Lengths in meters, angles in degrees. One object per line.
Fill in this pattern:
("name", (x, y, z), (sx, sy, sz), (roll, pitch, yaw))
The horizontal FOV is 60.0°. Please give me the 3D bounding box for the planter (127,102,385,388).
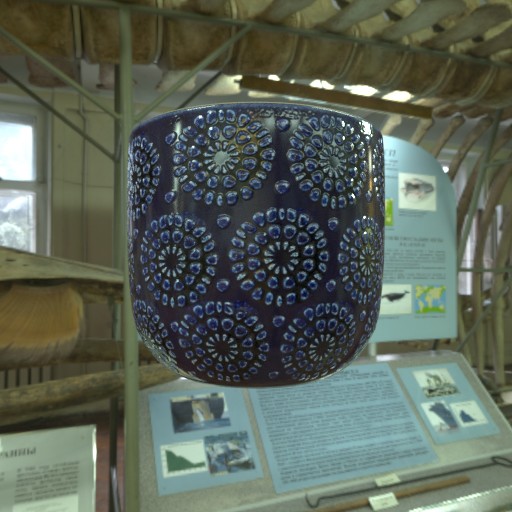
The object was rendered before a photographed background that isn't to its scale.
("planter", (0.000, 0.000, 0.295), (0.165, 0.149, 0.165), (0, -1, 0))
